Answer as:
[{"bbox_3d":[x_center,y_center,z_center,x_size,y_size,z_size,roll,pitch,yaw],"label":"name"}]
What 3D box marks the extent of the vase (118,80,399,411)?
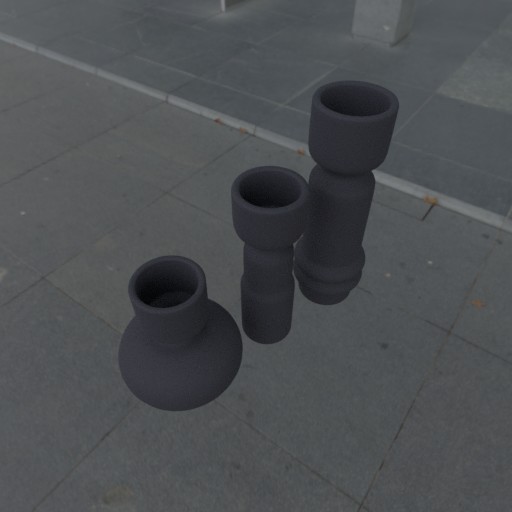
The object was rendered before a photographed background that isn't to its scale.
[{"bbox_3d":[0.000,0.000,0.425,0.307,0.249,0.120,-30,53,-26],"label":"vase"}]
